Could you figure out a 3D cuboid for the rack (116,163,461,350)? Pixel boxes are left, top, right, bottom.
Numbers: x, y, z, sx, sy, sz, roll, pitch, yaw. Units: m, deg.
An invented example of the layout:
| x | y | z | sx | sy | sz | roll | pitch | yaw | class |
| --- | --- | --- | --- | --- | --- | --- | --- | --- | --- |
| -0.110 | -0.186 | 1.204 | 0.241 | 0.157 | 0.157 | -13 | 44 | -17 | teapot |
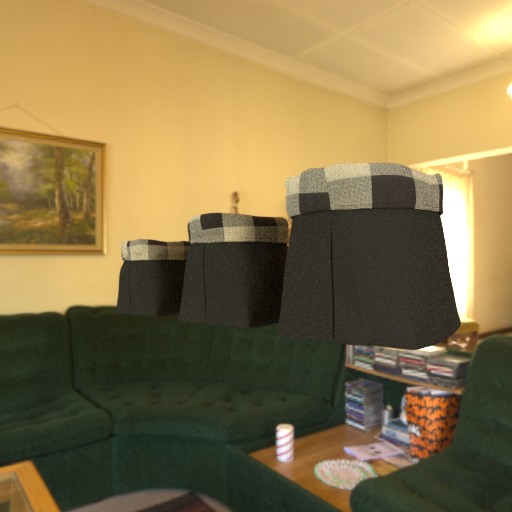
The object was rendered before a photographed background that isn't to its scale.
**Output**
| x | y | z | sx | sy | sz | roll | pitch | yaw | class |
| --- | --- | --- | --- | --- | --- | --- | --- | --- | --- |
| 0.000 | 0.000 | 1.090 | 0.889 | 0.329 | 0.370 | 0 | 0 | 35 | rack |
